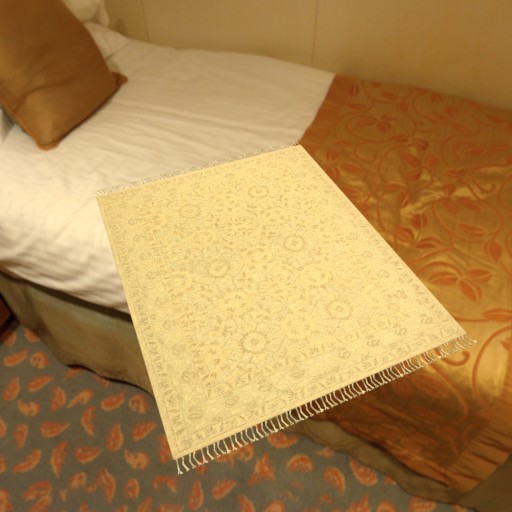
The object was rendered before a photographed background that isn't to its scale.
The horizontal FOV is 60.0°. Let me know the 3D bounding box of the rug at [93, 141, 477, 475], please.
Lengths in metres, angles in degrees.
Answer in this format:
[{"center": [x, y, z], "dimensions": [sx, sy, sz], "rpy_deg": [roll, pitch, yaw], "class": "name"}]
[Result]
[{"center": [0.000, 0.000, 4.044], "dimensions": [2.444, 0.013, 3.043], "rpy_deg": [-18, 50, -16], "class": "rug"}]
